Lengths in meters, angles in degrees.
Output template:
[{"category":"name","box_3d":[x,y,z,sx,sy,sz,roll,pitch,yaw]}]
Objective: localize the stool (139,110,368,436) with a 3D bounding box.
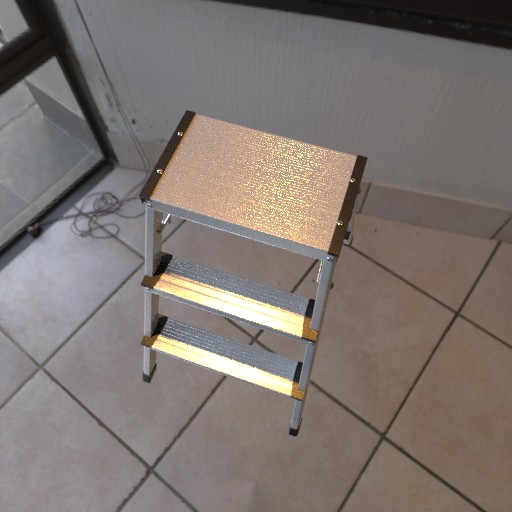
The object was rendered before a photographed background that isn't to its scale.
[{"category":"stool","box_3d":[0.000,0.000,1.026,0.437,0.605,0.622,17,64,9]}]
